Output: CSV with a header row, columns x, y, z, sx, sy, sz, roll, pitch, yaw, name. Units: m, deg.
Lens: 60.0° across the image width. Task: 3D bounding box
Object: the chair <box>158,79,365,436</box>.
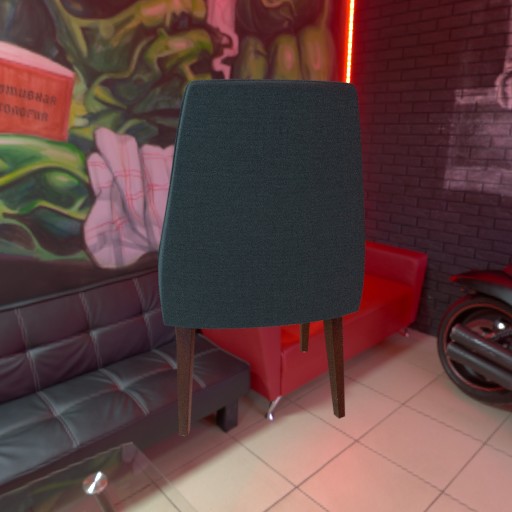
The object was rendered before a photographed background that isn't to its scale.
x,y,z,sx,sy,sz,roll,pitch,yaw,name
0.000,0.000,1.224,0.529,0.861,0.544,-3,16,-9,chair
